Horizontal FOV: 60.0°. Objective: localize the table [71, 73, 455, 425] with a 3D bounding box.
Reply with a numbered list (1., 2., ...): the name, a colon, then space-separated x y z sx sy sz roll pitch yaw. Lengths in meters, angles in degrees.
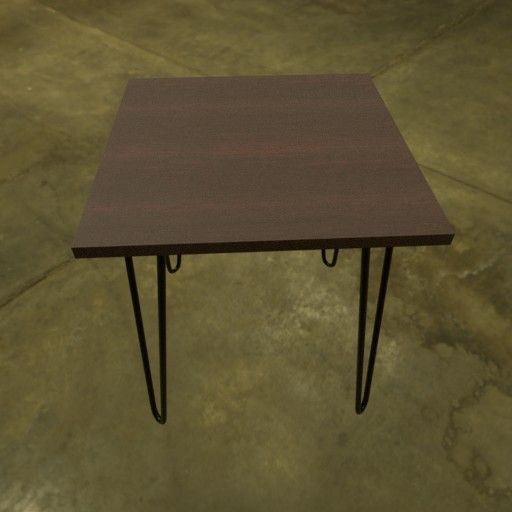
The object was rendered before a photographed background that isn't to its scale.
1. table: 0.000 0.000 0.942 0.495 0.559 0.495 -2 45 -2
